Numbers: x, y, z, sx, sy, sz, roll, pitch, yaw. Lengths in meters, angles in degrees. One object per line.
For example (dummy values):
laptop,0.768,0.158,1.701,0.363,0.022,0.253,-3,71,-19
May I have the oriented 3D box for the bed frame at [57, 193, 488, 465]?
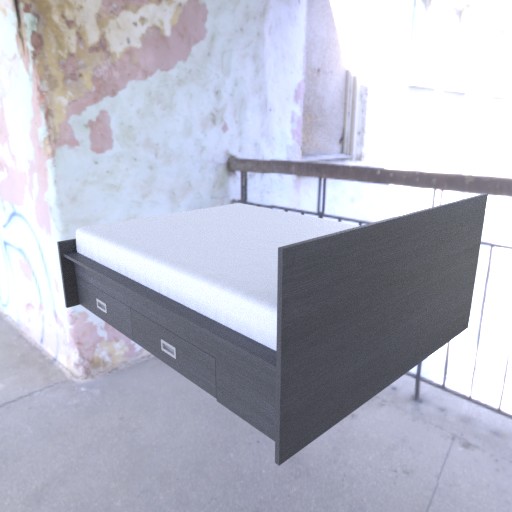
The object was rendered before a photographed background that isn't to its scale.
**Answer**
bed frame,0.000,0.000,2.675,1.622,0.800,1.960,-15,22,-41
